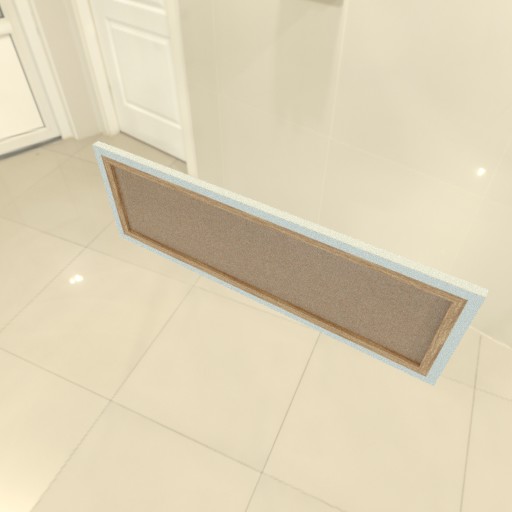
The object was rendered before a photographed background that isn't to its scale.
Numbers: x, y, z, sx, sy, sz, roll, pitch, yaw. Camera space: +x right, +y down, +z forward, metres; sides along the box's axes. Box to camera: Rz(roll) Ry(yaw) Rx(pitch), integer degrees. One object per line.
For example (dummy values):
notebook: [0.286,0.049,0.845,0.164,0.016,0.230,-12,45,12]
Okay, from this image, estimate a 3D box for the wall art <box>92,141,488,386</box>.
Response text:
wall art: [0.000,0.000,1.702,1.520,0.507,0.039,23,50,21]
